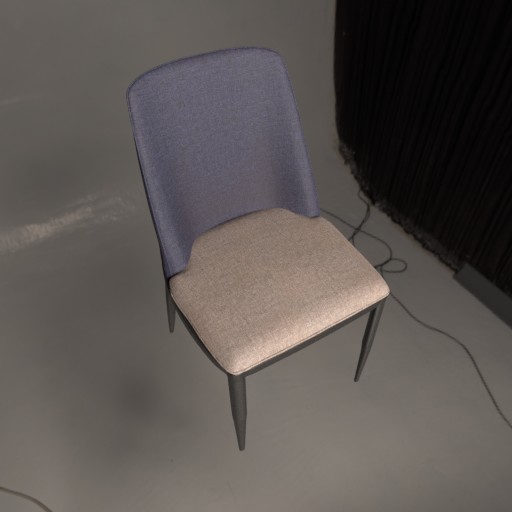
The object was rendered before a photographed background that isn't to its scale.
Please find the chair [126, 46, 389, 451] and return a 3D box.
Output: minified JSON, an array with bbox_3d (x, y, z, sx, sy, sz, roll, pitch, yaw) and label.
[{"bbox_3d":[0.000,0.000,1.140,0.480,0.839,0.551,-23,50,-21],"label":"chair"}]
